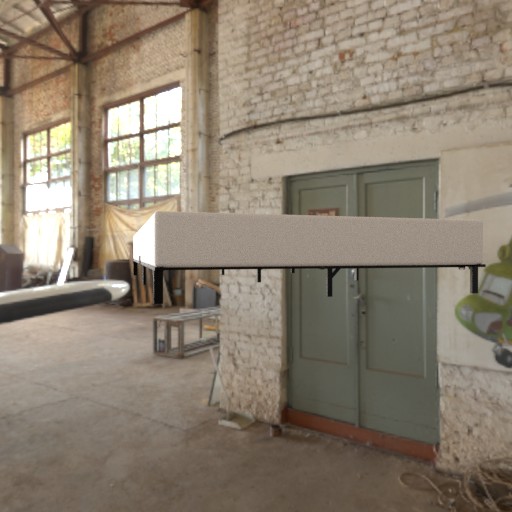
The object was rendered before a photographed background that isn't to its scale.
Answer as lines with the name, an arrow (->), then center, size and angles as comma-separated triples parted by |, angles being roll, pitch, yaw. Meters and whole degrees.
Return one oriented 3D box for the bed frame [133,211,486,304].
bed frame -> 0.000, 0.000, 3.763 | 1.930, 0.440, 2.987 | 0, 0, -17
